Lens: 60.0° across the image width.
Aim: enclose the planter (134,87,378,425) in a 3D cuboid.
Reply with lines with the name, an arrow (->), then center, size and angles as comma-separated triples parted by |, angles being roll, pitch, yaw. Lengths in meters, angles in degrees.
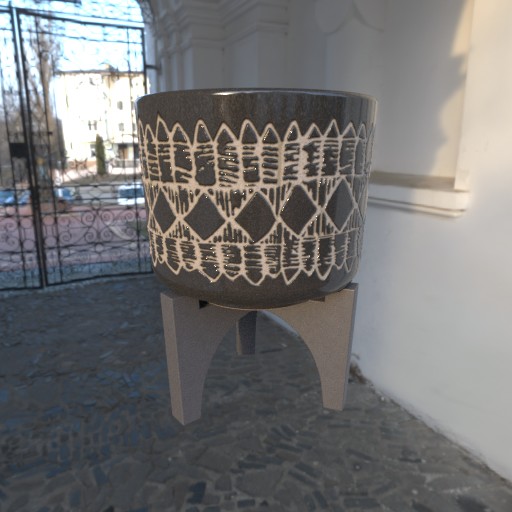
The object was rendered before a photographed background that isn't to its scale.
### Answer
planter -> 0.000, 0.000, 0.399 | 0.196, 0.264, 0.196 | -2, 14, -8
